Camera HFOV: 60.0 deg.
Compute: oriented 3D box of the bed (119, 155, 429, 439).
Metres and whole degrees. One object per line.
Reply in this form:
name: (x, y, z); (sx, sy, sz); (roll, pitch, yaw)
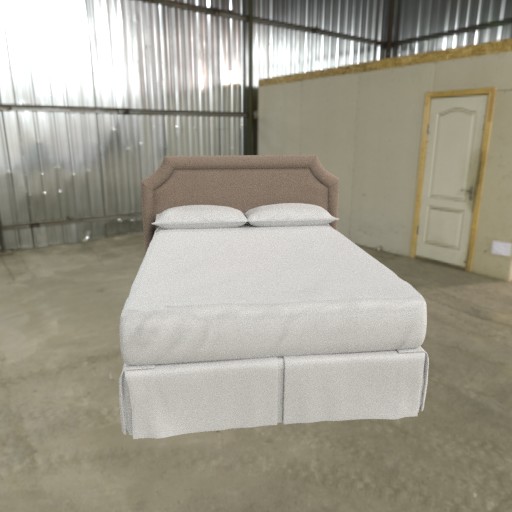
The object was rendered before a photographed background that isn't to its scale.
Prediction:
bed: (0.000, 0.000, 3.193); (1.828, 1.303, 2.164); (-2, 16, -7)
